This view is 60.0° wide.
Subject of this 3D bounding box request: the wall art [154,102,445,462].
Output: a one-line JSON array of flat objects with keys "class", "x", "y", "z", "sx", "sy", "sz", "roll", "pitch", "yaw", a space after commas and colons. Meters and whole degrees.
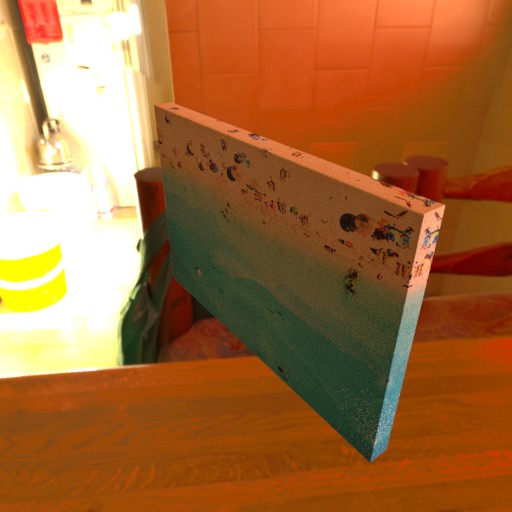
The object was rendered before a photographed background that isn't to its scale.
[{"class": "wall art", "x": 0.000, "y": 0.000, "z": 0.766, "sx": 0.039, "sy": 0.406, "sz": 0.609, "roll": -21, "pitch": 37, "yaw": -31}]
